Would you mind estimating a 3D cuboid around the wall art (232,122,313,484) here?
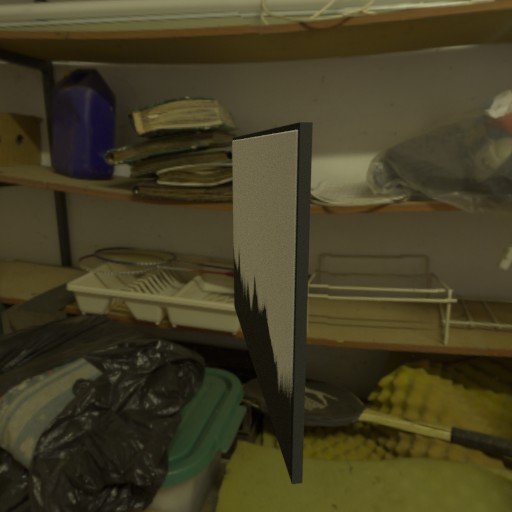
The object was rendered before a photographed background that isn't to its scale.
[{"bbox_3d":[0.000,0.000,1.505,0.028,0.805,1.190,-2,14,-9],"label":"wall art"}]
